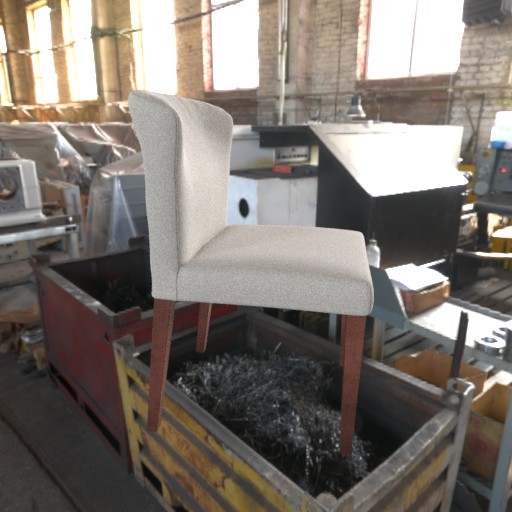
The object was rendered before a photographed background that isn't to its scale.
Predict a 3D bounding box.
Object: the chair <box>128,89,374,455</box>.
[{"bbox_3d":[0.000,0.000,1.189,0.592,0.839,0.491,3,17,10],"label":"chair"}]
